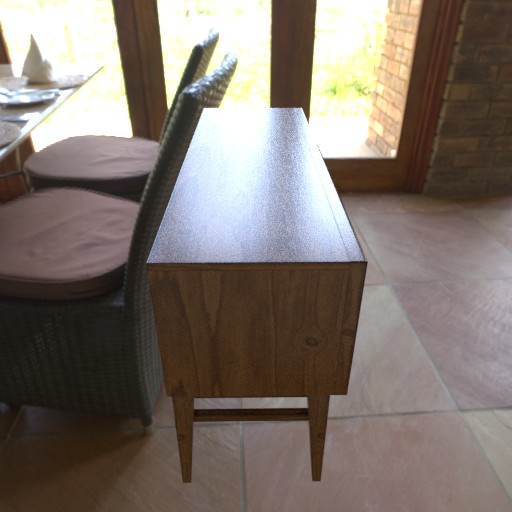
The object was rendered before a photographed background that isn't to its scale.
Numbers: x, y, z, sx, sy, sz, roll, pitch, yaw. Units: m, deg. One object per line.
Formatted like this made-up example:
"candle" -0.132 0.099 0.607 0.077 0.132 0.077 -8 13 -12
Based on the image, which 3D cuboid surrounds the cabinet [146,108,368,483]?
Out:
"cabinet" 0.000 0.000 1.719 0.477 0.802 1.363 0 31 -1
